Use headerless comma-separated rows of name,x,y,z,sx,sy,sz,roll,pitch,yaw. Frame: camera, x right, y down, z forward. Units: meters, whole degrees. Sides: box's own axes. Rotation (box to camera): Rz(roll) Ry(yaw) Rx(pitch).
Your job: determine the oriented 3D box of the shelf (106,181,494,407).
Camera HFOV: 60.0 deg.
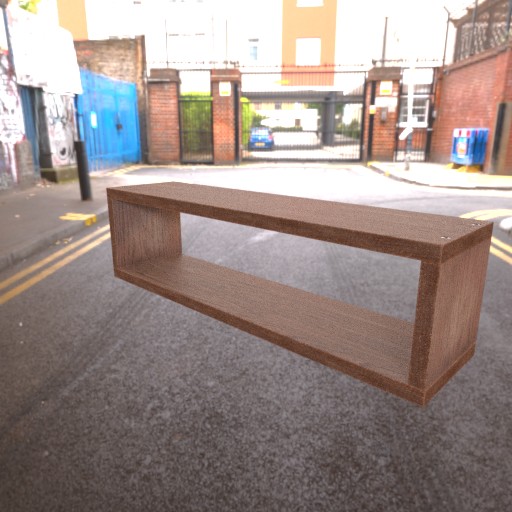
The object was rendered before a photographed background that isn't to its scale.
shelf,0.000,0.000,0.680,0.610,0.170,0.150,14,21,41
